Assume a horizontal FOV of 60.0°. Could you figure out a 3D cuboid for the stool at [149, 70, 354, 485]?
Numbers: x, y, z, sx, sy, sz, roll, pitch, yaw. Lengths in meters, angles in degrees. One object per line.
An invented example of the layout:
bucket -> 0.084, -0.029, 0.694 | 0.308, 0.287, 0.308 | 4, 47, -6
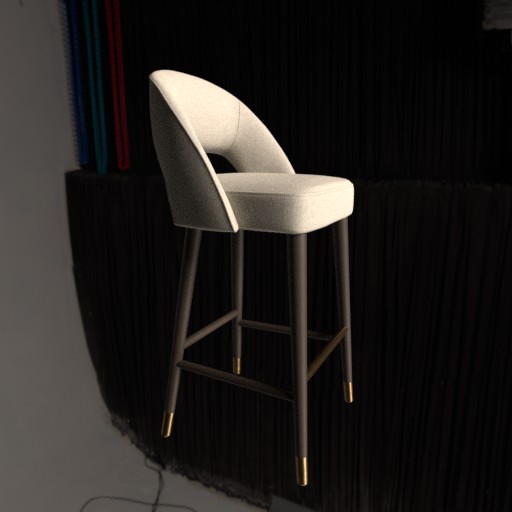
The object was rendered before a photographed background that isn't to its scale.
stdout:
stool -> 0.000, 0.000, 1.294 | 0.509, 1.037, 0.494 | 7, 14, 26
